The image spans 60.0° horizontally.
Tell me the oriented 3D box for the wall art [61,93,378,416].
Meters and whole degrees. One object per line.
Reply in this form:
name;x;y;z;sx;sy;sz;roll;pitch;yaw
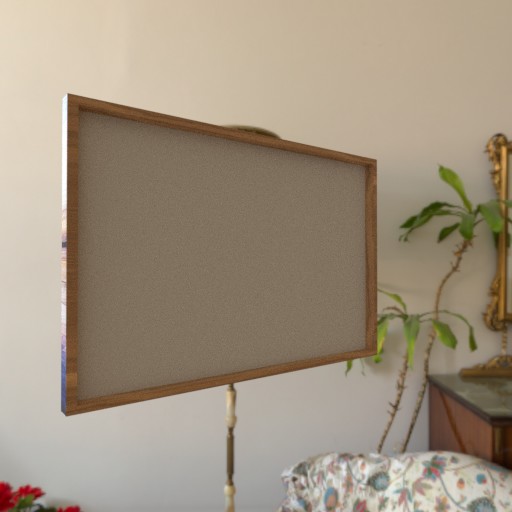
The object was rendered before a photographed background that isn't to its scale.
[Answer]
wall art;0.000;0.000;1.115;0.911;0.605;0.037;0;-1;-37
